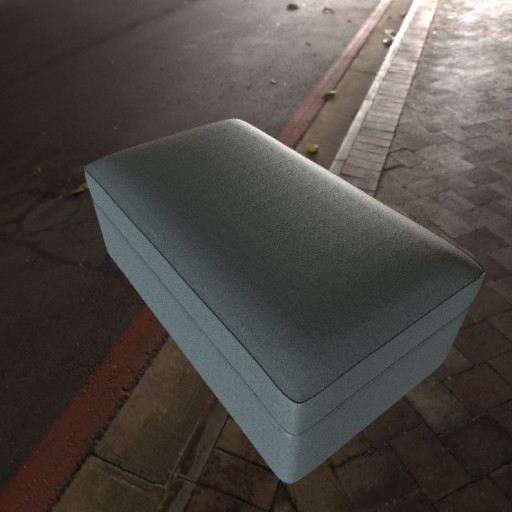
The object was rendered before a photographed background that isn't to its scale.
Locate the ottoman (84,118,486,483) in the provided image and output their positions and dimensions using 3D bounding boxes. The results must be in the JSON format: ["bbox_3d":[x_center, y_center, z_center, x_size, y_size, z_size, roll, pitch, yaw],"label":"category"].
[{"bbox_3d":[0.000,0.000,1.482,0.681,0.494,1.173,-26,48,-27],"label":"ottoman"}]
